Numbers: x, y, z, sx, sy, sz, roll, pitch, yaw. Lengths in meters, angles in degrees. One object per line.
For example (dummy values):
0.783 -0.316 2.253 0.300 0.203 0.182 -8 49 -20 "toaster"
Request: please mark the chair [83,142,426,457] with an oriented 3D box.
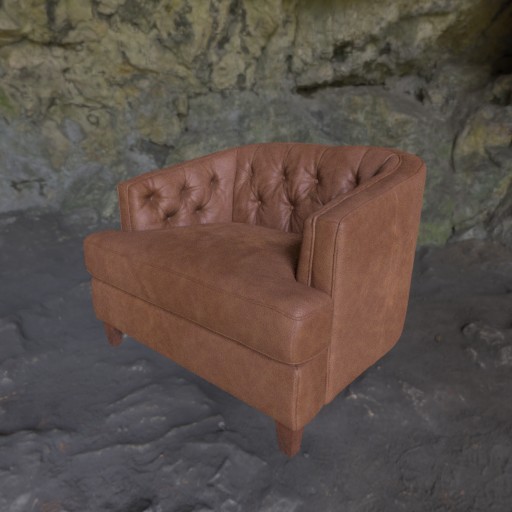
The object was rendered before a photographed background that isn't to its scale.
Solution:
0.000 0.000 1.748 1.119 0.836 0.911 15 22 41 "chair"
